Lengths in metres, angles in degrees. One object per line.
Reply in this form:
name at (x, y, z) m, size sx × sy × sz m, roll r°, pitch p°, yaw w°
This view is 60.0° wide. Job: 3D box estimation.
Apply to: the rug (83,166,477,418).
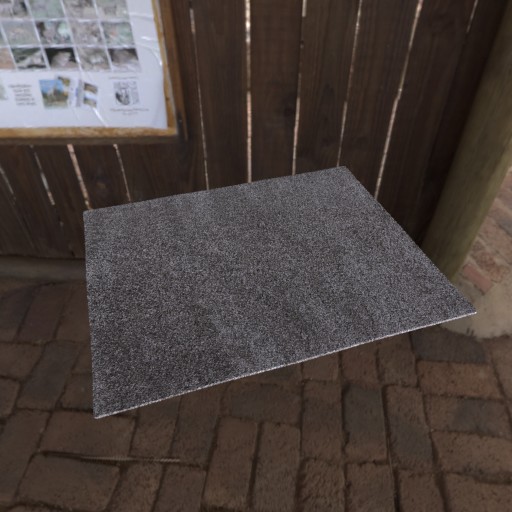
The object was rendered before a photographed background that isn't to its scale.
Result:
rug at (0.000, 0.000, 4.095) m, size 3.000 × 0.025 × 2.401 m, roll -12°, pitch 43°, yaw -13°
